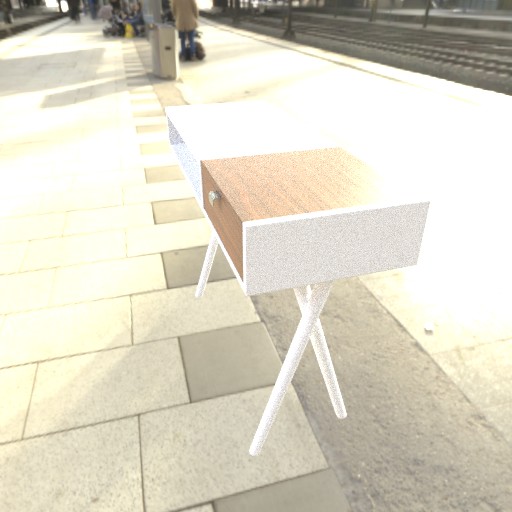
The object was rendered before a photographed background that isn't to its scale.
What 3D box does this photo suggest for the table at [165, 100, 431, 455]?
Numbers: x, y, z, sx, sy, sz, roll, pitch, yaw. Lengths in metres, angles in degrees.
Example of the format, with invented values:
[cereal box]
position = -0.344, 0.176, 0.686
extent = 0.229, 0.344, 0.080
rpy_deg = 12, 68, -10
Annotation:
[table]
position = 0.000, 0.000, 1.491
extent = 0.418, 0.785, 1.066
rpy_deg = -9, 32, -15
